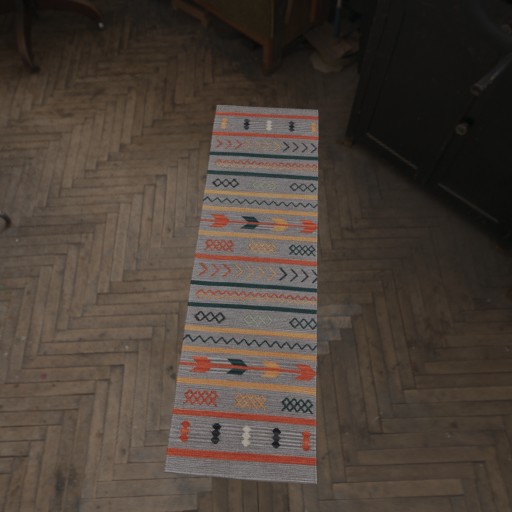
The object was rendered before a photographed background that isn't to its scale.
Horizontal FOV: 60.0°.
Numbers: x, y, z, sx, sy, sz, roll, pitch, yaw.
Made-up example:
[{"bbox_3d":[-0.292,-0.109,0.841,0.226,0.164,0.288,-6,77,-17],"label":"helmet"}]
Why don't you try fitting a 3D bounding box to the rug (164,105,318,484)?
[{"bbox_3d":[0.000,0.000,2.675,0.744,0.022,2.419,3,63,2],"label":"rug"}]
